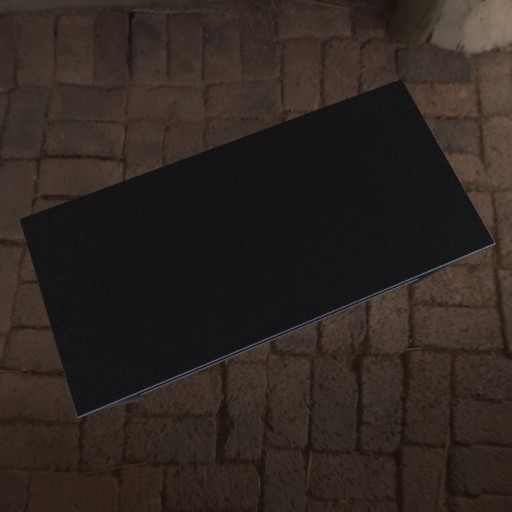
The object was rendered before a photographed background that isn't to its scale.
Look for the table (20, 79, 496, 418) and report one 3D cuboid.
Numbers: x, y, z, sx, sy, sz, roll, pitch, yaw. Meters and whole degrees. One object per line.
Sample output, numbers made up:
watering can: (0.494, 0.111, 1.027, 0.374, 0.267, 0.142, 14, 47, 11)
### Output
table: (0.000, 0.000, 1.264, 1.016, 0.457, 0.483, -22, 76, -6)
